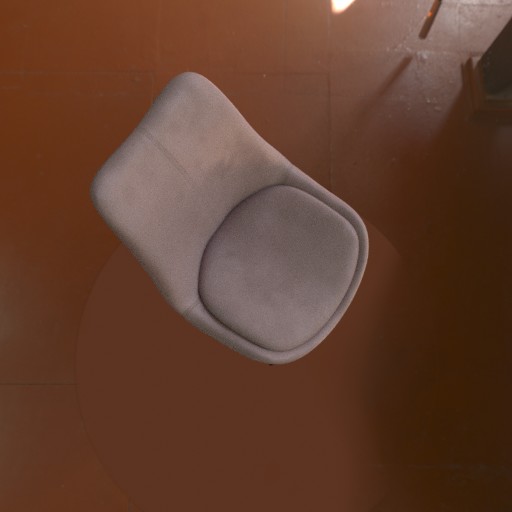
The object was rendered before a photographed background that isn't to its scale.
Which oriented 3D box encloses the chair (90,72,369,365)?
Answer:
[{"bbox_3d":[0.000,0.000,1.189,0.547,0.865,0.483,34,80,7],"label":"chair"}]
